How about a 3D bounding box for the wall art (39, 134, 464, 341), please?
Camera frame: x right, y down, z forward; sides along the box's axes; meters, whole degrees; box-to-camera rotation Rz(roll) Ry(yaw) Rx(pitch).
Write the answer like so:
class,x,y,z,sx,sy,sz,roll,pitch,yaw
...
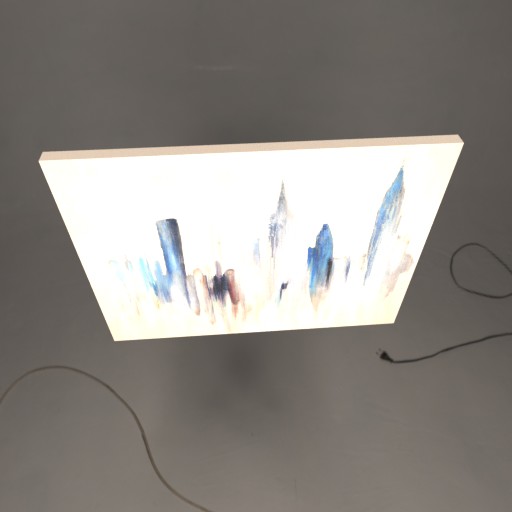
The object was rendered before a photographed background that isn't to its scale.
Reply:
class,x,y,z,sx,sy,sz,roll,pitch,yaw
wall art,0.000,0.000,1.346,1.016,0.762,0.038,-3,47,-3
